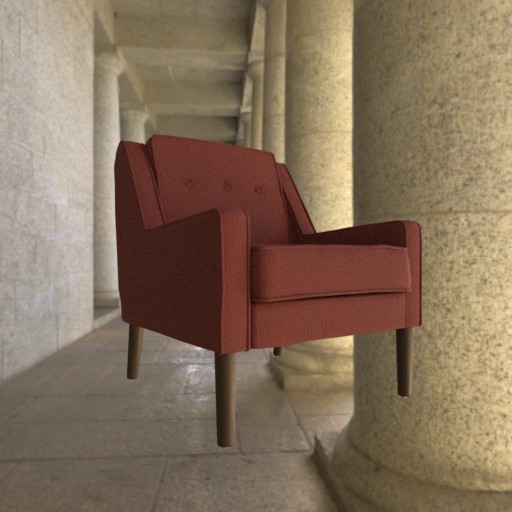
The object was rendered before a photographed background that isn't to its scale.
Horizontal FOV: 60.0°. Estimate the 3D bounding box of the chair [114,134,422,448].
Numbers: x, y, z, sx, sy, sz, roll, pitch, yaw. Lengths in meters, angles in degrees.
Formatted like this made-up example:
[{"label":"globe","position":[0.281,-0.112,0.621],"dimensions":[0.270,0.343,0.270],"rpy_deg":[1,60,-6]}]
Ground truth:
[{"label":"chair","position":[0.000,0.000,1.374],"dimensions":[0.680,0.812,0.770],"rpy_deg":[0,0,-34]}]
